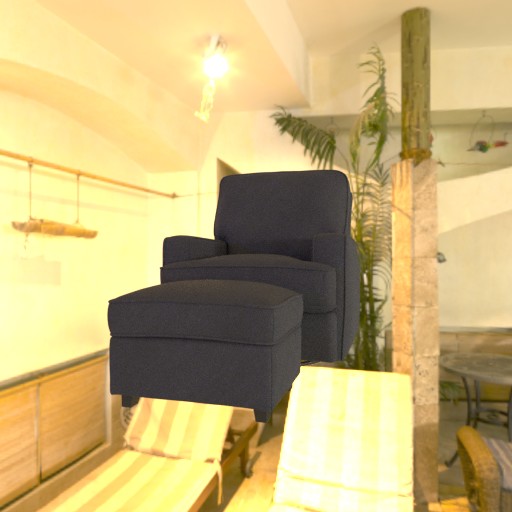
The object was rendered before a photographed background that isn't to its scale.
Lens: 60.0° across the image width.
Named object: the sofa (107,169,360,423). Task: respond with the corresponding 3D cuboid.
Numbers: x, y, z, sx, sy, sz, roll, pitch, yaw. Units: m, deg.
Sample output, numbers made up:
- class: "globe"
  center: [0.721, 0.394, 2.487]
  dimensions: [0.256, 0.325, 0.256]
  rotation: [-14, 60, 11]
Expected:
- class: "sofa"
  center: [0.000, 0.000, 2.002]
  dimensions: [0.861, 0.959, 1.472]
  rotation: [0, 0, 17]
